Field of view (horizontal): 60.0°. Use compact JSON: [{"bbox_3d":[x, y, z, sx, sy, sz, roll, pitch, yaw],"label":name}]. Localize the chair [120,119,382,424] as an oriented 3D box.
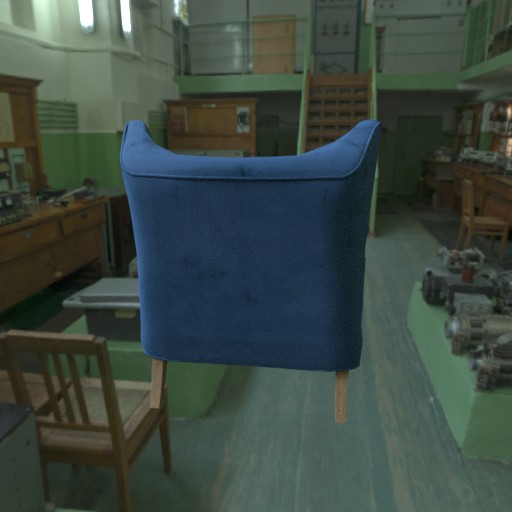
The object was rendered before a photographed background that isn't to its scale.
[{"bbox_3d":[0.000,0.000,1.623,0.793,0.952,0.910,2,17,7],"label":"chair"}]
